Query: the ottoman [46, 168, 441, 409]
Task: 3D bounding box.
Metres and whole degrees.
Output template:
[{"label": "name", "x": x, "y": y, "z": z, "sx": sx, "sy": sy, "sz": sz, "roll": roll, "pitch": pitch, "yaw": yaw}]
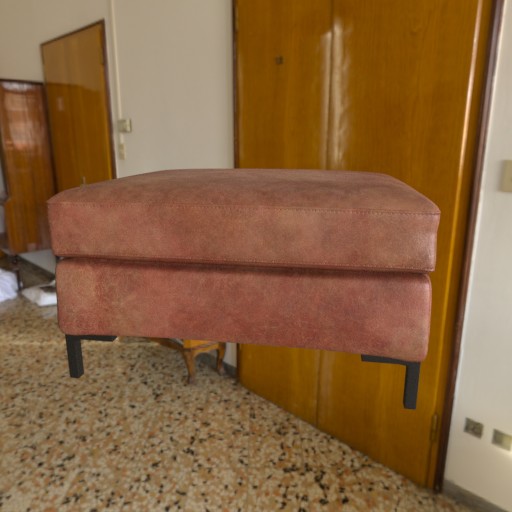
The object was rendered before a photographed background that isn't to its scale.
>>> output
[{"label": "ottoman", "x": 0.000, "y": 0.000, "z": 1.784, "sx": 1.186, "sy": 0.667, "sz": 0.965, "roll": 2, "pitch": 15, "yaw": 9}]
